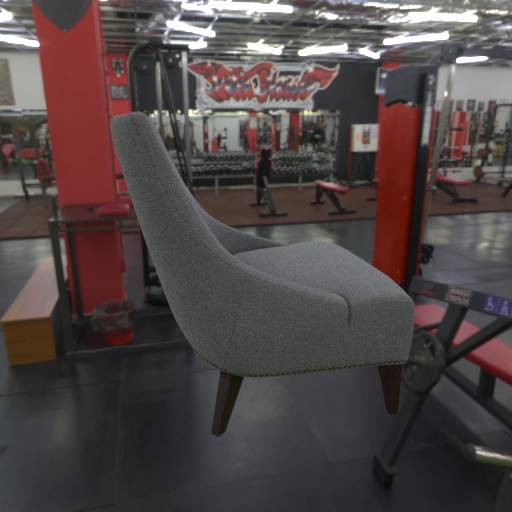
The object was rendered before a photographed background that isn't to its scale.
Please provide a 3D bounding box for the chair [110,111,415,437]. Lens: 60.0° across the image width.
[{"bbox_3d":[0.000,0.000,1.499,0.861,0.909,0.701,-3,16,-11],"label":"chair"}]
